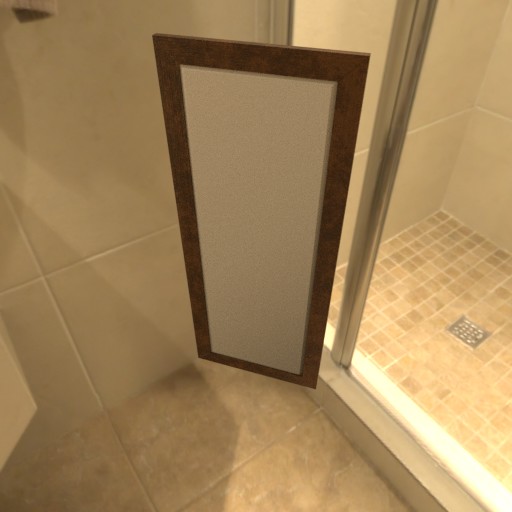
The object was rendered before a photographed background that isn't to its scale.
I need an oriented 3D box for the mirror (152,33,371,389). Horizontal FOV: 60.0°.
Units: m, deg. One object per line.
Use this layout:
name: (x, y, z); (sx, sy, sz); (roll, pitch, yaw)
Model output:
mirror: (0.000, 0.000, 2.264); (0.812, 2.031, 0.032); (12, 43, 13)
